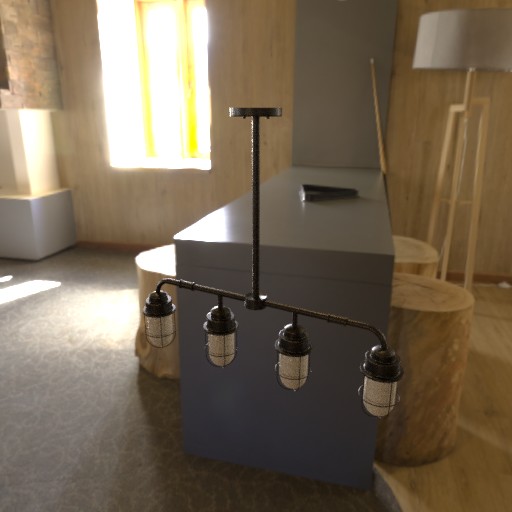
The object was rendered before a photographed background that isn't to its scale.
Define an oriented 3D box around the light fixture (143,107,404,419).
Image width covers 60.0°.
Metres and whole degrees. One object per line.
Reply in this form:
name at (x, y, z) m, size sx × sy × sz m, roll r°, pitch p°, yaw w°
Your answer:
light fixture at (0.000, 0.000, 1.238) m, size 0.852 × 0.785 × 0.131 m, roll 10°, pitch 21°, yaw 28°
